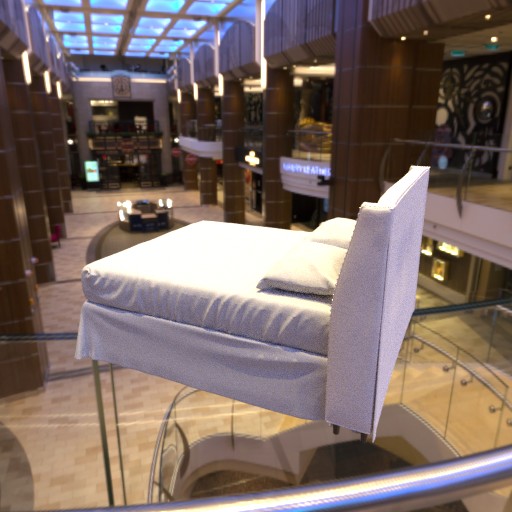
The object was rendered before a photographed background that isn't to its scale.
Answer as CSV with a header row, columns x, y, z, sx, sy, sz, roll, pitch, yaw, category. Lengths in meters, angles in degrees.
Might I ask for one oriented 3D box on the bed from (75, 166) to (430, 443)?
x,y,z,sx,sy,sz,roll,pitch,yaw,category
0.000,0.000,3.447,2.276,1.332,1.925,8,19,24,bed
